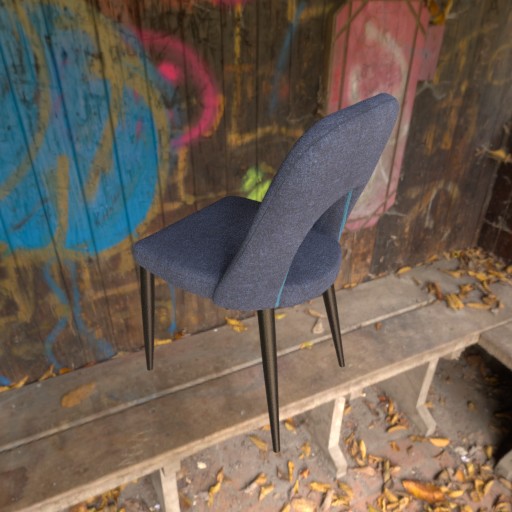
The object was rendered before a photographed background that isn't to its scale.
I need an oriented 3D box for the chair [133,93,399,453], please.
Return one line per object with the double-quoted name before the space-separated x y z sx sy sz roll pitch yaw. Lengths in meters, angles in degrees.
"chair" 0.000 0.000 1.271 0.612 0.931 0.470 21 37 31
